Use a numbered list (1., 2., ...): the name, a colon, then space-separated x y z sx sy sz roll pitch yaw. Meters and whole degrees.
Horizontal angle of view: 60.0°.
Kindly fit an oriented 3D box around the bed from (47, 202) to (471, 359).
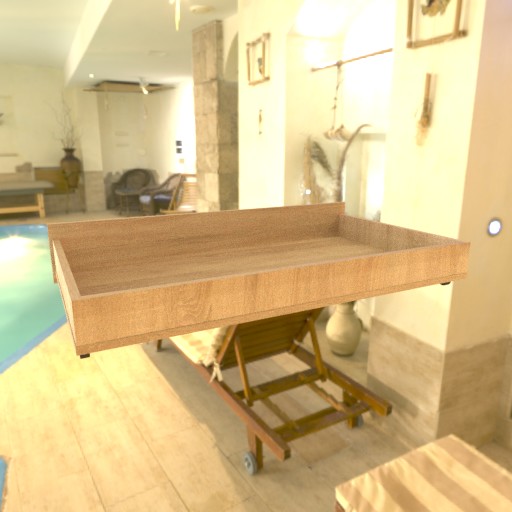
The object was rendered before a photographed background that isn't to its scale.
1. bed: 0.000 0.000 1.456 1.200 0.209 0.685 -7 16 -26
